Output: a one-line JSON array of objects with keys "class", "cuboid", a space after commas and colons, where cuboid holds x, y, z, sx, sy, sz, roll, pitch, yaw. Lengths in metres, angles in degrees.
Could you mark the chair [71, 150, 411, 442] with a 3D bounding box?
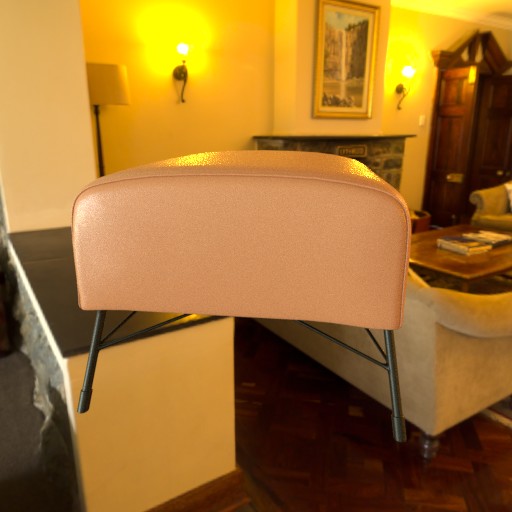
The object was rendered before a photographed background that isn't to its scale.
[{"class": "chair", "cuboid": [0.000, 0.000, 0.893, 0.530, 0.410, 0.530, 2, 16, 8]}]
